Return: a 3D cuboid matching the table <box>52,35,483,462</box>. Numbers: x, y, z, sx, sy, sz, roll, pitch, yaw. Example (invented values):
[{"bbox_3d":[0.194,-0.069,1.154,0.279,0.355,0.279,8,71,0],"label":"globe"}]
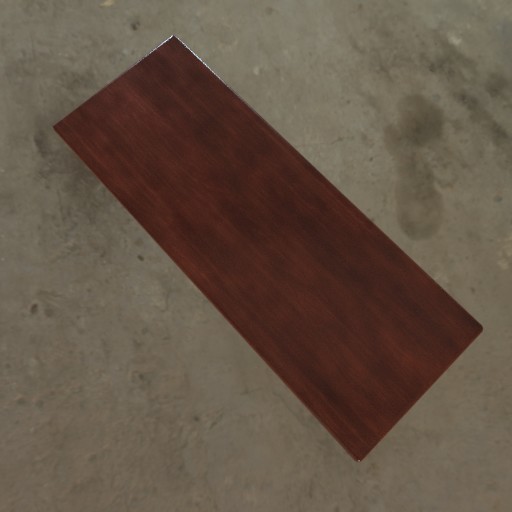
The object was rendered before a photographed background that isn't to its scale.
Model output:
[{"bbox_3d":[0.000,0.000,1.519,0.459,0.740,1.184,-42,80,-10],"label":"table"}]
